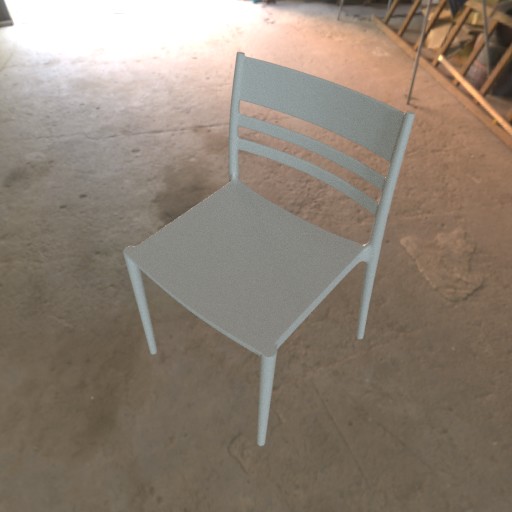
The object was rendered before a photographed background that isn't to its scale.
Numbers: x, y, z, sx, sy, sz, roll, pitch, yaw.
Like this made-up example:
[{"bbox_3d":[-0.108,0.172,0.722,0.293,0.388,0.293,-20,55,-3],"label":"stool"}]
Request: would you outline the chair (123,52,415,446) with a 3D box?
[{"bbox_3d":[0.000,0.000,1.160,0.531,0.800,0.511,31,54,26],"label":"chair"}]
